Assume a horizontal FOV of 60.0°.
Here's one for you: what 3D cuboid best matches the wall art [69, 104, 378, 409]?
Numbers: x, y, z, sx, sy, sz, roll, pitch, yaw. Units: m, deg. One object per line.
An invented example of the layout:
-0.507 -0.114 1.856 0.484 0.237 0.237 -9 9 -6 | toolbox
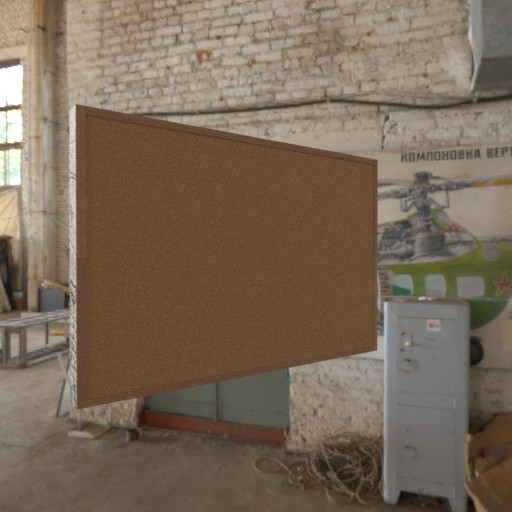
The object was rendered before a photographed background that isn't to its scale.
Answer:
0.000 0.000 0.782 0.613 0.407 0.035 0 1 -36 | wall art
